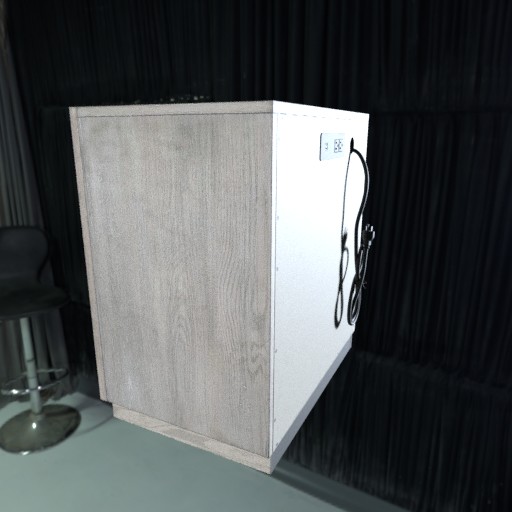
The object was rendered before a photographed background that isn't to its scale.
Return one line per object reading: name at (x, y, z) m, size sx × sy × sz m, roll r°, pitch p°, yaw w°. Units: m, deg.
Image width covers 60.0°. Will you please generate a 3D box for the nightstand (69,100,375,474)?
nightstand at (0.000, 0.000, 1.080) m, size 0.483 × 0.673 × 0.612 m, roll 8°, pitch 17°, yaw 26°
